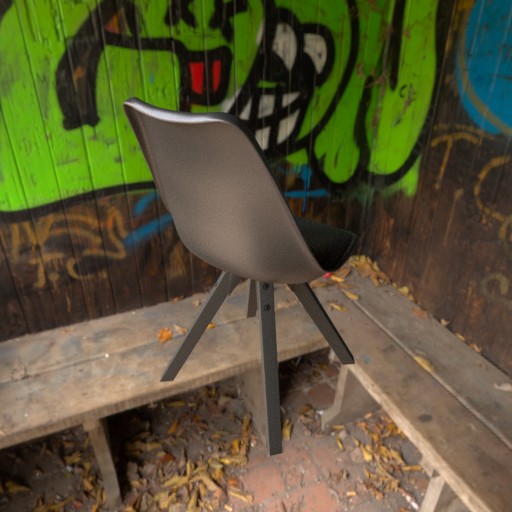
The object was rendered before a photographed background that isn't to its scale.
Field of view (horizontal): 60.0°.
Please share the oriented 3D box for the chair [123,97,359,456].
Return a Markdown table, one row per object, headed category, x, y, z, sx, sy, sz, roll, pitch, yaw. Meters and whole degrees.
| category | x | y | z | sx | sy | sz | roll | pitch | yaw |
| --- | --- | --- | --- | --- | --- | --- | --- | --- | --- |
| chair | 0.000 | 0.000 | 1.176 | 0.485 | 0.850 | 0.530 | 21 | 36 | 32 |
